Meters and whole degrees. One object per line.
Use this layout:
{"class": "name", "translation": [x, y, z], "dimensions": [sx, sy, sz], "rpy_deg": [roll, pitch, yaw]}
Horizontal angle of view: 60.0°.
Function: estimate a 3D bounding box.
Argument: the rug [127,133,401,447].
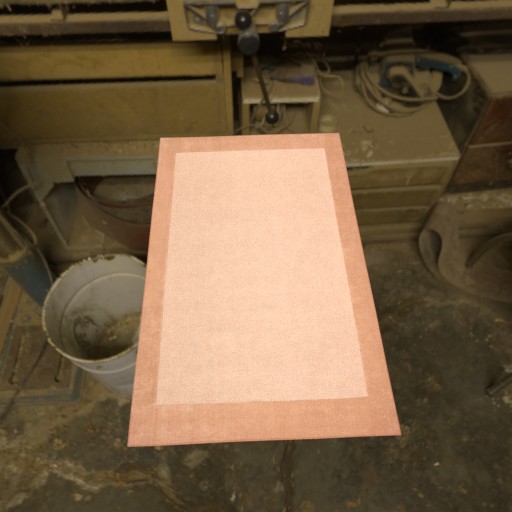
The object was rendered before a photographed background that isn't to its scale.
{"class": "rug", "translation": [0.000, 0.000, 3.115], "dimensions": [1.524, 0.014, 2.438], "rpy_deg": [-2, 57, -1]}
